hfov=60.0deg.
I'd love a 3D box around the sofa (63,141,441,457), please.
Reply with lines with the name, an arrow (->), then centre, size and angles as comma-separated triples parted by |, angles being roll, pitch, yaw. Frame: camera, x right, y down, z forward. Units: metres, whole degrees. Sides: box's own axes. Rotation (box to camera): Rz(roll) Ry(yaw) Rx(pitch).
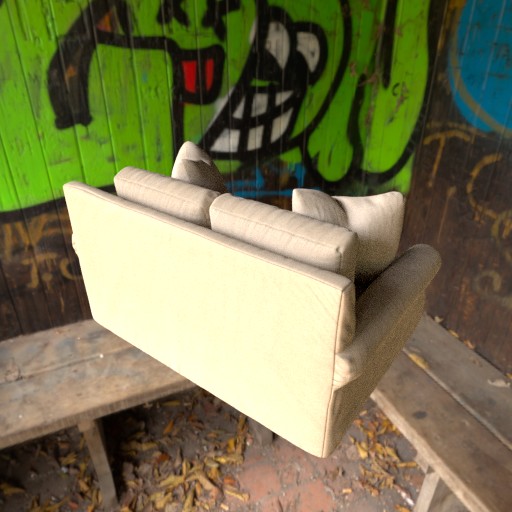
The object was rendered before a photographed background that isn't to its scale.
sofa -> 0.000, 0.000, 2.180 | 1.550, 0.905, 1.070 | 21, 36, 31
